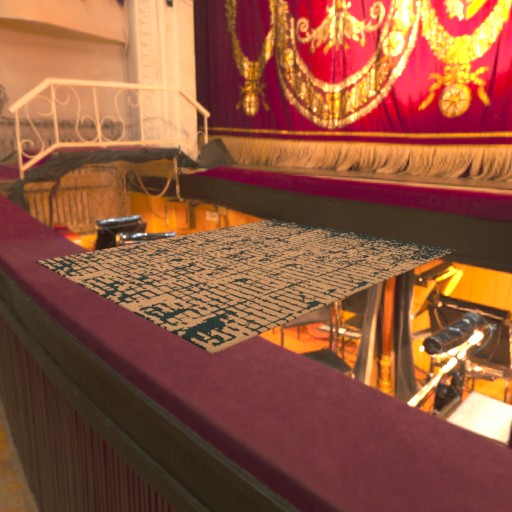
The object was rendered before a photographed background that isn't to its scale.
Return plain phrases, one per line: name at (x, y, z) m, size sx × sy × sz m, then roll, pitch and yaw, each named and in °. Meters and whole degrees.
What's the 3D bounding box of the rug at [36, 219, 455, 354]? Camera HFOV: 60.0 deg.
rug at (0.000, 0.000, 4.061) m, size 3.017 × 0.014 × 2.416 m, roll -14°, pitch 20°, yaw -43°
